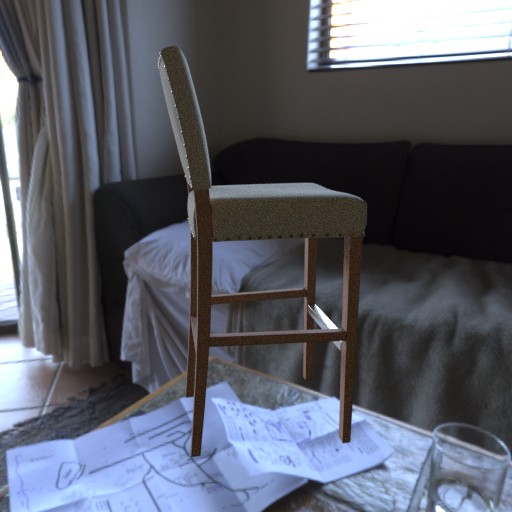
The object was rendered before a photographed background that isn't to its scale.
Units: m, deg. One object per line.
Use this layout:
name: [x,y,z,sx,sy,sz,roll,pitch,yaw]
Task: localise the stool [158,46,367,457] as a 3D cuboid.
stool: [0.000,0.000,1.406,0.546,1.143,0.428,-3,15,-11]
